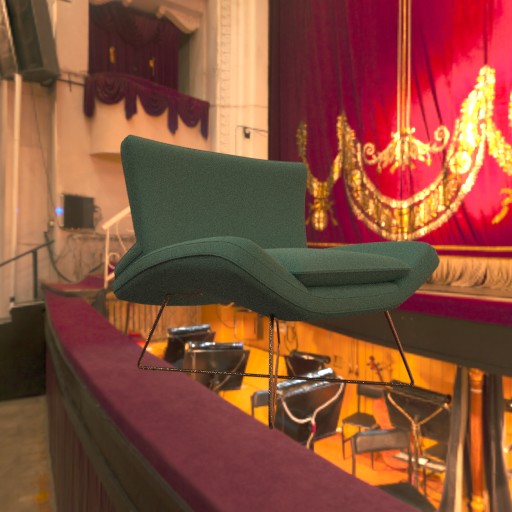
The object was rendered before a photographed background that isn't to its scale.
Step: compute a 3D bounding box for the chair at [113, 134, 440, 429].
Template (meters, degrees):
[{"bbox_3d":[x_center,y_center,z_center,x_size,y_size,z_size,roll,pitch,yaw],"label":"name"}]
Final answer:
[{"bbox_3d":[0.000,0.000,1.638,0.859,0.855,1.008,0,0,-36],"label":"chair"}]
